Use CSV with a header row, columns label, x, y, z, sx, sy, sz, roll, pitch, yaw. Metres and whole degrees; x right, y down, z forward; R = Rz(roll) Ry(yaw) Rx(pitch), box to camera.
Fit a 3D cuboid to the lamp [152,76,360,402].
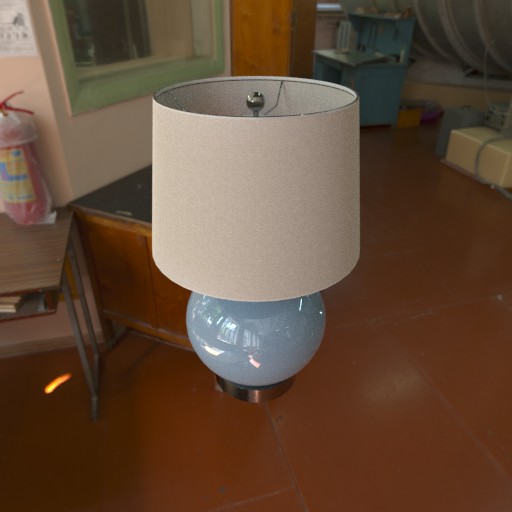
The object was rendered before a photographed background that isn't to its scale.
label,x,y,z,sx,sy,sz,roll,pitch,yaw
lamp,0.000,0.000,0.548,0.247,0.387,0.247,0,31,0
